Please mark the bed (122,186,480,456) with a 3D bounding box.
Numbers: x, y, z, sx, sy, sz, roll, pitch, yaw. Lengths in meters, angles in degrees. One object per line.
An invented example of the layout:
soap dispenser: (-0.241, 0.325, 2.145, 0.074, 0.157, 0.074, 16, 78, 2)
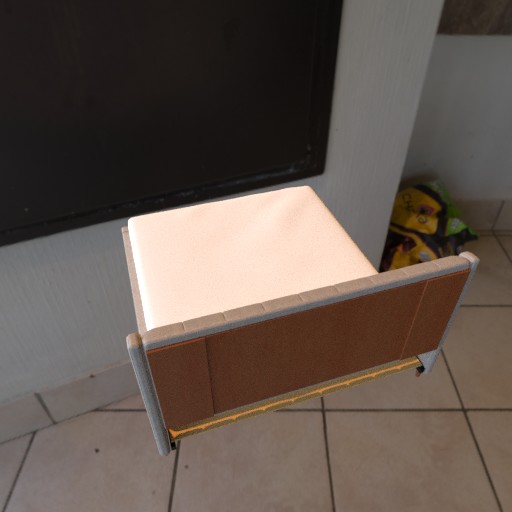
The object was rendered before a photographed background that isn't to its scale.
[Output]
bed: (0.000, 0.000, 3.615, 2.062, 1.289, 2.342, -12, 42, -14)
